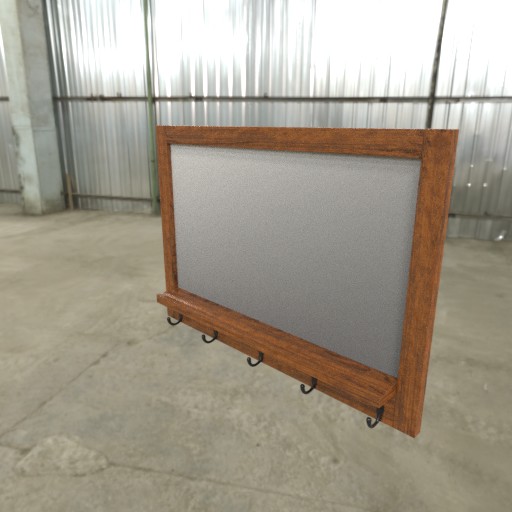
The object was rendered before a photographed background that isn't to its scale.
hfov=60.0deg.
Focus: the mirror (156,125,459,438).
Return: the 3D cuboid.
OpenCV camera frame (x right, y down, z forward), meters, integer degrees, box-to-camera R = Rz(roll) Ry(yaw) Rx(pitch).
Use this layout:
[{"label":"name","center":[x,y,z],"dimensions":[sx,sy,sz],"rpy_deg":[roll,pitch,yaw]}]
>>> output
[{"label":"mirror","center":[0.000,0.000,0.959],"dimensions":[0.758,0.537,0.084],"rpy_deg":[16,23,42]}]
